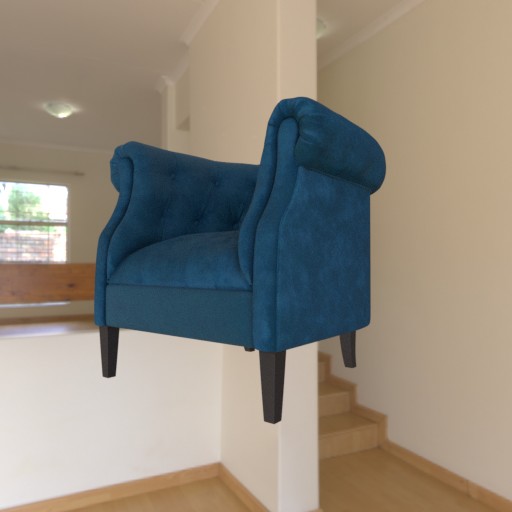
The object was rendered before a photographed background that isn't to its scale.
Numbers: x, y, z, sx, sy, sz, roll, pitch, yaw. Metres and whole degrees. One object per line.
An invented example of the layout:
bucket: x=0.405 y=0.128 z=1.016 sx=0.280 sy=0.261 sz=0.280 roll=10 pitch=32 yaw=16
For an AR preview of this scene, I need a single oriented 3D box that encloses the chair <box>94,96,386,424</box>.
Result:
chair: x=0.000 y=0.000 z=1.600 sx=0.904 sy=0.826 sz=0.851 roll=-1 pitch=-1 yaw=38
